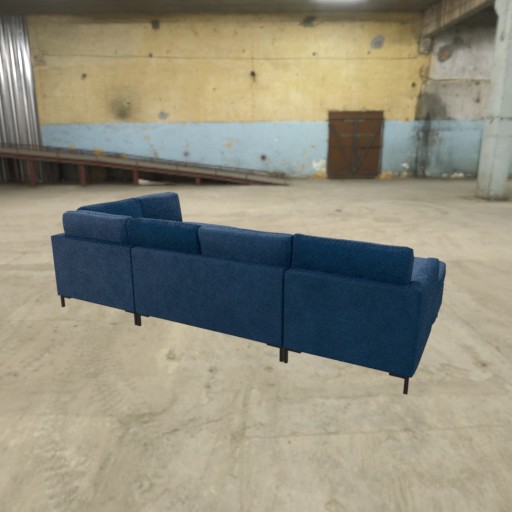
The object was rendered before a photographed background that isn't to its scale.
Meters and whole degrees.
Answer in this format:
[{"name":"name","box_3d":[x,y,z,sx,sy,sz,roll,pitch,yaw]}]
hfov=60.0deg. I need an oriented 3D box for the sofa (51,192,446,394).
[{"name":"sofa","box_3d":[0.000,0.000,4.405,3.434,0.992,2.055,8,17,27]}]
